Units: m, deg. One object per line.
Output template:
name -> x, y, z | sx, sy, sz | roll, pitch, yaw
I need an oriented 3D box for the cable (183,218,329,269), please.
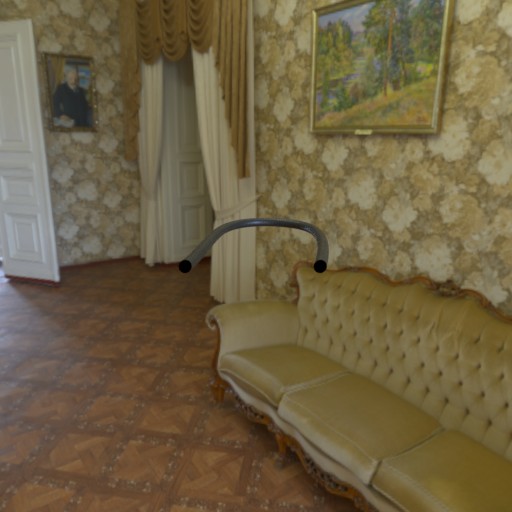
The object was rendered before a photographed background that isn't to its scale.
cable -> 0.000, 0.000, 0.109 | 0.040, 0.006, 0.098 | 2, 15, 7
